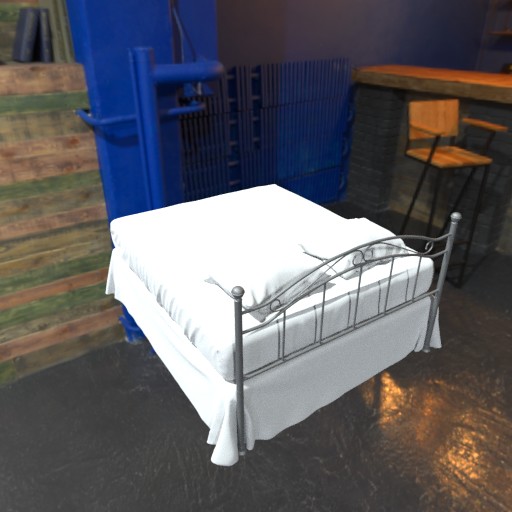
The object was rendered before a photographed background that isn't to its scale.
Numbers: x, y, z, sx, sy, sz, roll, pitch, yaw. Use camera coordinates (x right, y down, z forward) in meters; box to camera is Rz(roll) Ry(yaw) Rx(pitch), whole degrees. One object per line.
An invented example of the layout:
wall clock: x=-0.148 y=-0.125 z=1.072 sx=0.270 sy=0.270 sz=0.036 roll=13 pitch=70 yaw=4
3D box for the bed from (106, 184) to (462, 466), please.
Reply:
bed: x=0.000 y=0.000 z=3.389 sx=1.936 sy=1.080 sz=2.215 roll=-17 pitch=32 yaw=-29
